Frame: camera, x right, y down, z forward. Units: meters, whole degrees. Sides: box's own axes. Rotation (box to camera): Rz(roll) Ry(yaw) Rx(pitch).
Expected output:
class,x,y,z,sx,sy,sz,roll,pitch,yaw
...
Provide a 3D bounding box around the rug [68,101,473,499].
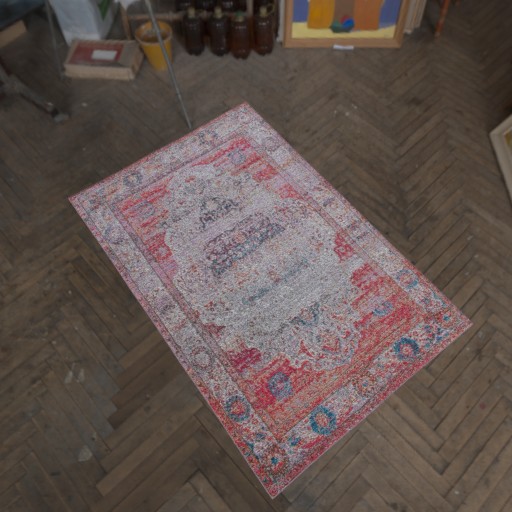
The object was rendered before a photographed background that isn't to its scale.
class,x,y,z,sx,sy,sz,roll,pitch,yaw
rug,0.000,0.000,2.277,1.219,0.006,1.829,-34,67,-16
